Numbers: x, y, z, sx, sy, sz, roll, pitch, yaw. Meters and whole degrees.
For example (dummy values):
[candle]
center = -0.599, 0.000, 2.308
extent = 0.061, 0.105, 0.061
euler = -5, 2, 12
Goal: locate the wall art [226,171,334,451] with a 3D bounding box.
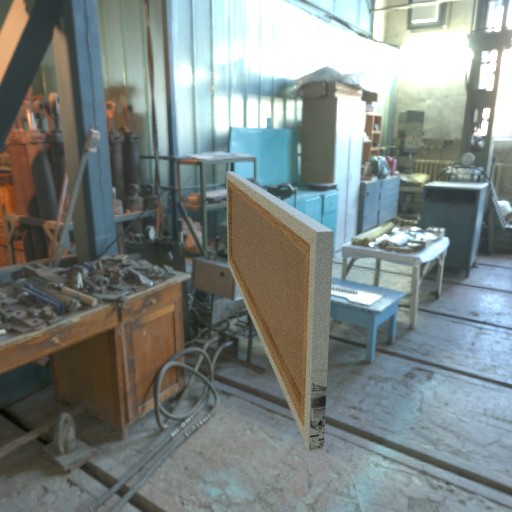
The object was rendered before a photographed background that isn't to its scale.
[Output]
[wall art]
center = 0.000, 0.000, 1.660
extent = 0.039, 0.507, 1.520
euler = -3, 15, -10
